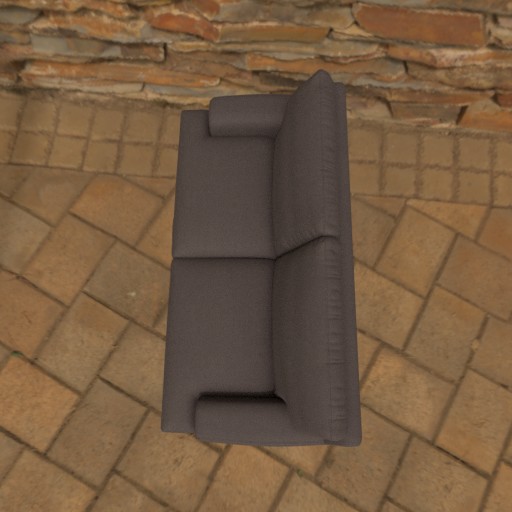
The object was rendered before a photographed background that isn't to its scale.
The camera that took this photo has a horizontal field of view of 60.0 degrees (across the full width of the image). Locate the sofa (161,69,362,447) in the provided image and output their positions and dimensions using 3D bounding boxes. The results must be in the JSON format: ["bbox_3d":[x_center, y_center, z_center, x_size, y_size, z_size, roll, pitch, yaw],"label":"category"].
[{"bbox_3d":[0.000,0.000,2.872,1.140,0.950,2.271,1,75,0],"label":"sofa"}]
